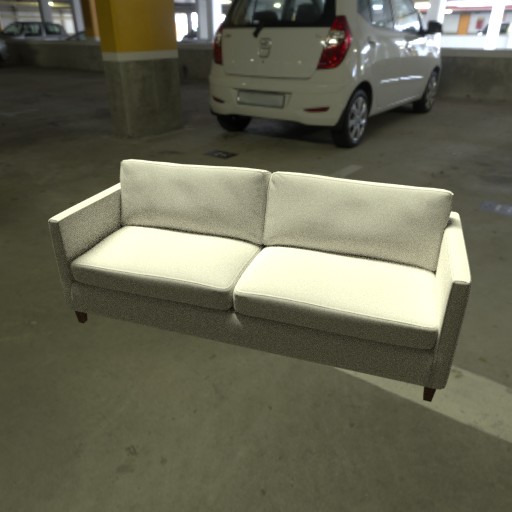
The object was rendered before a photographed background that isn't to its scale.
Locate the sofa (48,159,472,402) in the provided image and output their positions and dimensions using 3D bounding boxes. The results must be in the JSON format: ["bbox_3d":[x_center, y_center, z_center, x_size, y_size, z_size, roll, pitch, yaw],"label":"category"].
[{"bbox_3d":[0.000,0.000,2.807,2.361,0.962,0.951,9,28,17],"label":"sofa"}]
